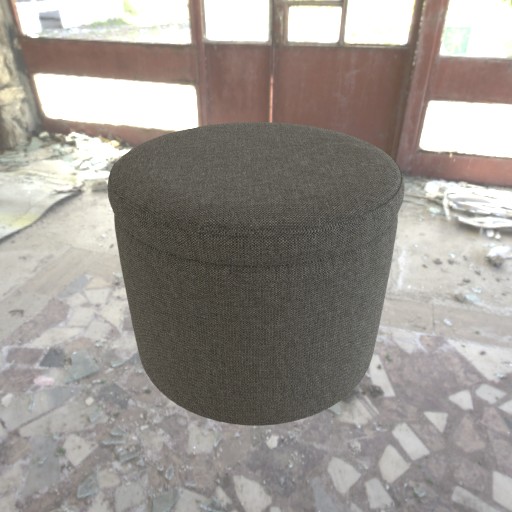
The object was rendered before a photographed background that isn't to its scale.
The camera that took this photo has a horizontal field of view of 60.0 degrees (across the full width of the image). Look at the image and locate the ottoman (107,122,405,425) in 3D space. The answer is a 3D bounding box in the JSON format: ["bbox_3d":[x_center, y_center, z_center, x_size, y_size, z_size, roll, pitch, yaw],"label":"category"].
[{"bbox_3d":[0.000,0.000,0.896,0.520,0.430,0.520,0,32,0],"label":"ottoman"}]
